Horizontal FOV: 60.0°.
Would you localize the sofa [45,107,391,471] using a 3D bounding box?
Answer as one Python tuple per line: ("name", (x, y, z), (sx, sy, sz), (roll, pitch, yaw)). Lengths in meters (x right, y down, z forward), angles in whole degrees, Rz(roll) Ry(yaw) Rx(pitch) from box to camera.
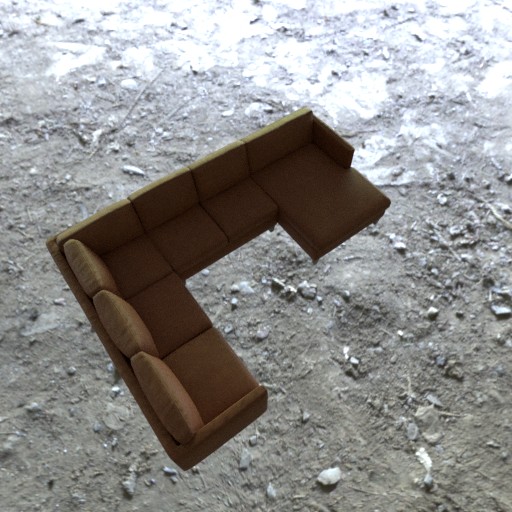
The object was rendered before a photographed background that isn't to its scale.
("sofa", (0.000, 0.000, 4.677), (3.460, 0.923, 2.593), (-32, 63, -19))
